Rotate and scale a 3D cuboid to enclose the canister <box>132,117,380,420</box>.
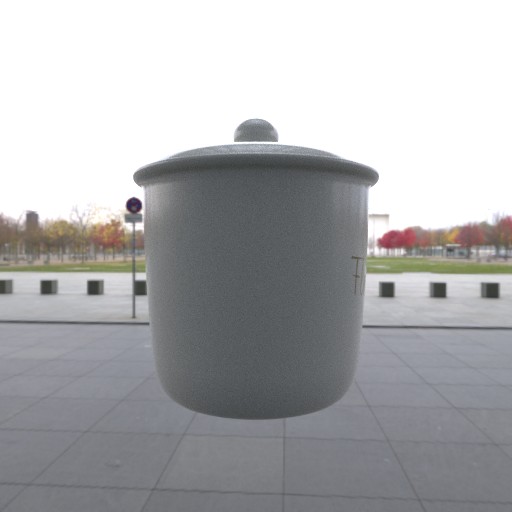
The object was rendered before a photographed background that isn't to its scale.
[{"bbox_3d":[0.000,0.000,0.339,0.182,0.208,0.182,0,1,0],"label":"canister"}]
